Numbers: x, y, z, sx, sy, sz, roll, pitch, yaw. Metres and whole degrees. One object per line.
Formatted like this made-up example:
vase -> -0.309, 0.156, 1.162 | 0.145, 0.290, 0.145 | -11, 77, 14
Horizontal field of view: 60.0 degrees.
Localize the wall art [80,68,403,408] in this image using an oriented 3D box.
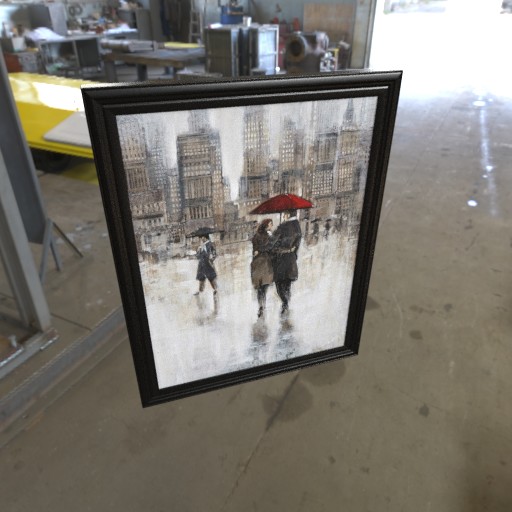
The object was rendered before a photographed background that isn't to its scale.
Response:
wall art -> 0.000, 0.000, 1.573 | 0.950, 1.194, 0.053 | -10, 32, -15
